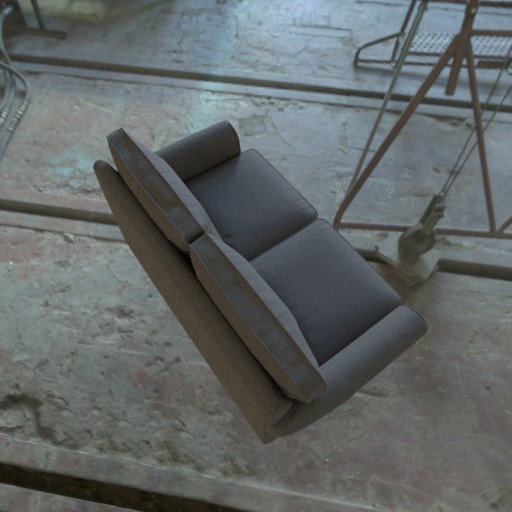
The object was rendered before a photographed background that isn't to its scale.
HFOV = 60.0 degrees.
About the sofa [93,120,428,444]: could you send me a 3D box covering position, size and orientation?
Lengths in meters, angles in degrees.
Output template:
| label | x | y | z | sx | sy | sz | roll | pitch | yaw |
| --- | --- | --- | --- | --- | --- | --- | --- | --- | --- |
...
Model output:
| label | x | y | z | sx | sy | sz | roll | pitch | yaw |
| --- | --- | --- | --- | --- | --- | --- | --- | --- | --- |
| sofa | 0.000 | 0.000 | 2.300 | 0.964 | 0.937 | 1.665 | -32 | 64 | -18 |
